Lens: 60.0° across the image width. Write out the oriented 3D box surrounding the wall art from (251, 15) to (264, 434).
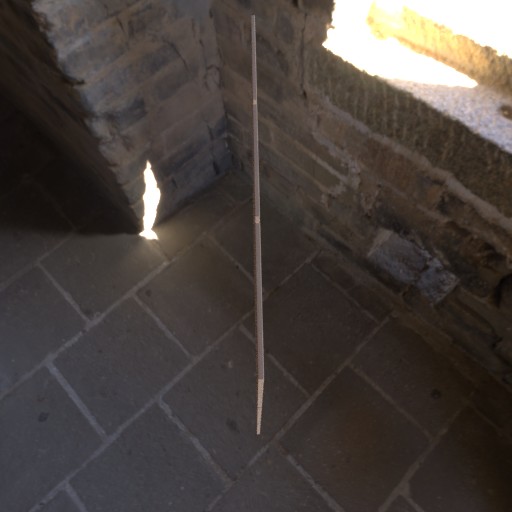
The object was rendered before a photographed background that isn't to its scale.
[{"bbox_3d":[0.000,0.000,1.775,0.013,1.218,1.219,-1,63,0],"label":"wall art"}]
